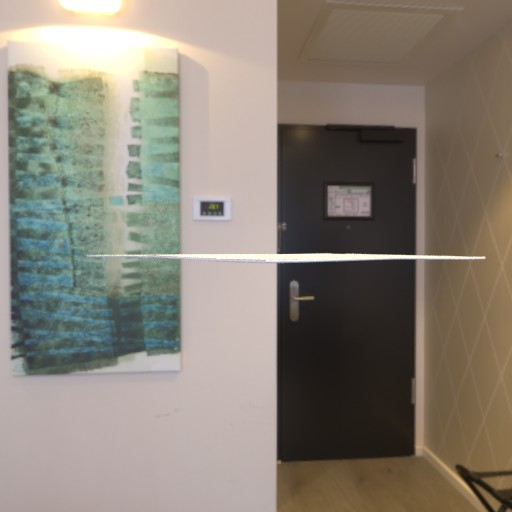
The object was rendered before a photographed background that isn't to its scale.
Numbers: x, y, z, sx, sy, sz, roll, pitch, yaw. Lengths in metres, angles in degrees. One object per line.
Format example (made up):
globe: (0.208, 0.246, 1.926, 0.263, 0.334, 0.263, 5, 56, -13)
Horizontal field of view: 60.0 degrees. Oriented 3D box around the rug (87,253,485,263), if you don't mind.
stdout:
rug: (0.000, 0.000, 2.988, 1.593, 0.029, 2.305, 0, 1, -36)
